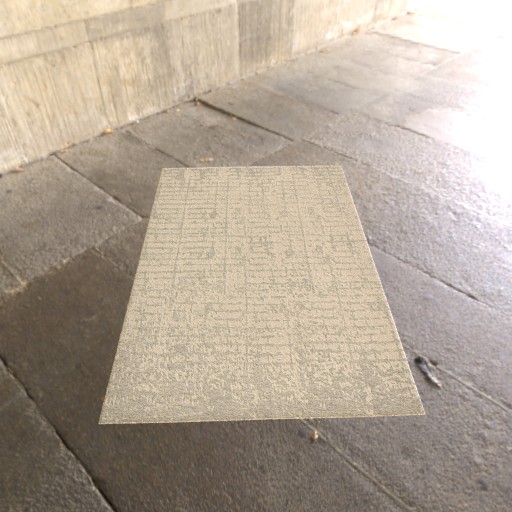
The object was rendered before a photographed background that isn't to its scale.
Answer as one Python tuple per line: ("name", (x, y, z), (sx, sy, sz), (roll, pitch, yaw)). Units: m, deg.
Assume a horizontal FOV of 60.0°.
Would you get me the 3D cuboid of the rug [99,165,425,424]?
("rug", (0.000, 0.000, 2.323), (1.211, 0.007, 1.827), (-1, 42, -1))
